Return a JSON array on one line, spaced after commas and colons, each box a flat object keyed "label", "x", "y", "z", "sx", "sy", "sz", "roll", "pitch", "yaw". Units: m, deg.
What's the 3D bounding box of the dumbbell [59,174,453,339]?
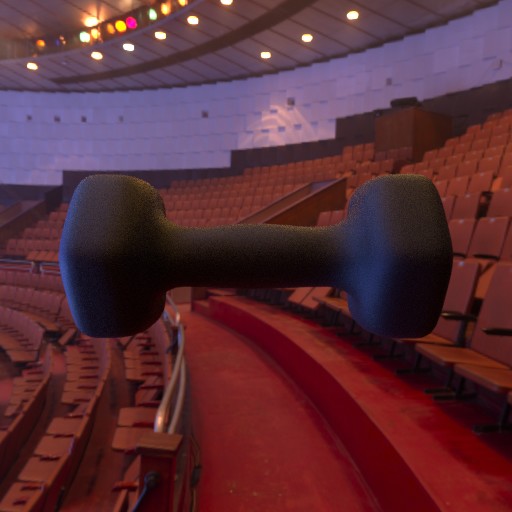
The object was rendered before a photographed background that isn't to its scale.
[{"label": "dumbbell", "x": 0.000, "y": 0.000, "z": 0.290, "sx": 0.231, "sy": 0.101, "sz": 0.112, "roll": 0, "pitch": 1, "yaw": 1}]
